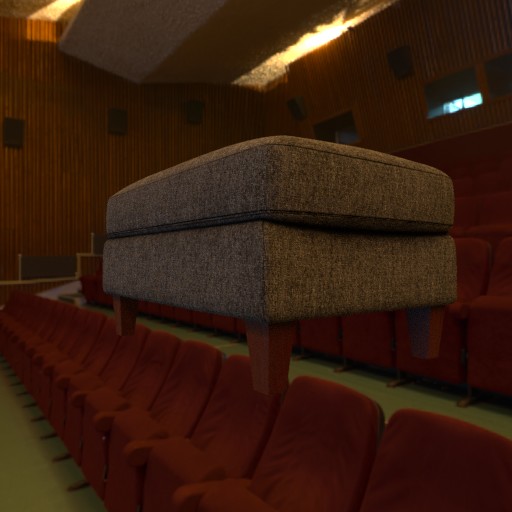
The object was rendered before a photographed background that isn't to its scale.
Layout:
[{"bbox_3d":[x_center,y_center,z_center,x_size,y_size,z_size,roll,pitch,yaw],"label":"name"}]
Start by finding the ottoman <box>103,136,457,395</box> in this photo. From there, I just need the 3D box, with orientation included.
[{"bbox_3d":[0.000,0.000,1.215,0.584,0.483,0.864,0,-1,-36],"label":"ottoman"}]
